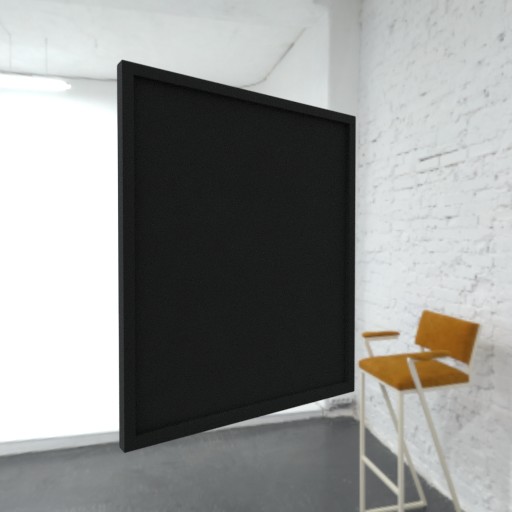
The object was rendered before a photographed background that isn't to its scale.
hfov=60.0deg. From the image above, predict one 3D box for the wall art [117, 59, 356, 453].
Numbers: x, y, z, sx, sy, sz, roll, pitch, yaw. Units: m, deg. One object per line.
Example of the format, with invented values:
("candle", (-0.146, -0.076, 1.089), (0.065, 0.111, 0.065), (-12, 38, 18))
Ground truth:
("wall art", (0.000, 0.000, 0.703), (0.432, 0.508, 0.021), (-1, 1, -35))
